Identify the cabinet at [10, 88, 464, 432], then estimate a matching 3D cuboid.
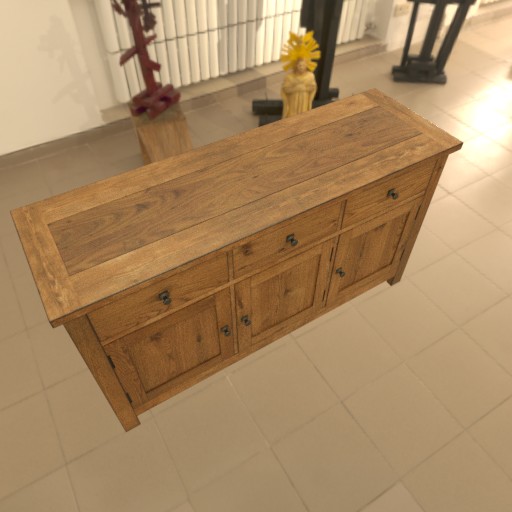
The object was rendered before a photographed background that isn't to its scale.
[{"bbox_3d":[0.000,0.000,1.778,1.474,0.813,0.480,-24,53,-20],"label":"cabinet"}]
